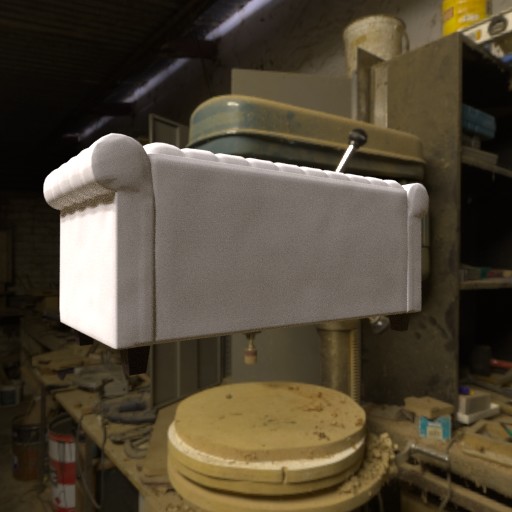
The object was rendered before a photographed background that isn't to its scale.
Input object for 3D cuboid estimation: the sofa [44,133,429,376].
[{"bbox_3d":[0.000,0.000,2.188,1.798,0.796,0.771,0,0,-36],"label":"sofa"}]
